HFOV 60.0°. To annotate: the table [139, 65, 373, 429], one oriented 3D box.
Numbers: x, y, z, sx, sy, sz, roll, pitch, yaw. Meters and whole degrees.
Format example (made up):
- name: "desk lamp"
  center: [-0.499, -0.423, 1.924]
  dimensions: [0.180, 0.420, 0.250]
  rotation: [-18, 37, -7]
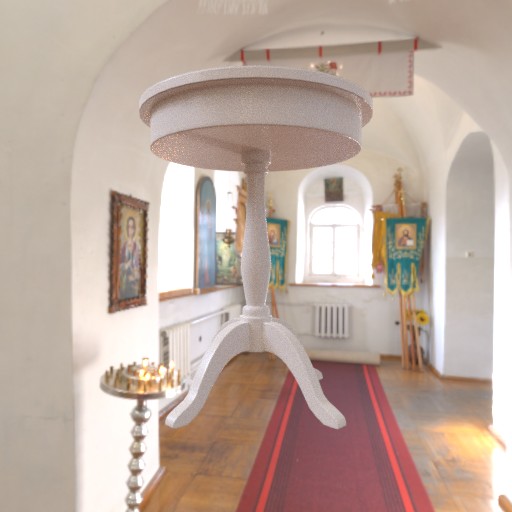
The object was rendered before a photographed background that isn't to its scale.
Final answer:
- name: "table"
  center: [0.000, 0.000, 1.010]
  dimensions: [0.513, 0.653, 0.513]
  rotation: [0, 1, 0]
